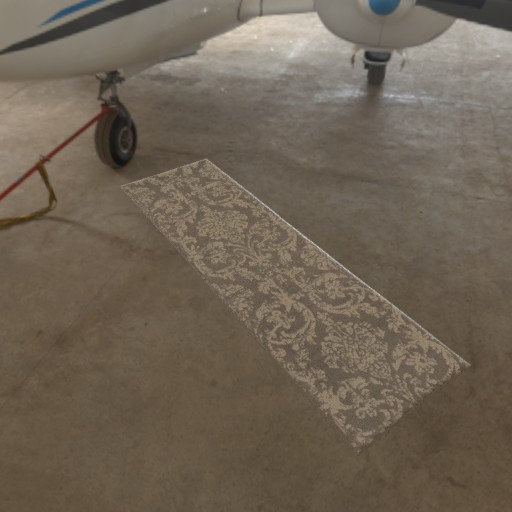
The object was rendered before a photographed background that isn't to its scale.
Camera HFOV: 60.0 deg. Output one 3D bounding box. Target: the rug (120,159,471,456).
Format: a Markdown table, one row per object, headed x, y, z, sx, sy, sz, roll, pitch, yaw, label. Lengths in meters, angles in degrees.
| x | y | z | sx | sy | sz | roll | pitch | yaw | label |
| --- | --- | --- | --- | --- | --- | --- | --- | --- | --- |
| 0.000 | 0.000 | 2.393 | 0.662 | 0.011 | 2.196 | -25 | 46 | -26 | rug |
